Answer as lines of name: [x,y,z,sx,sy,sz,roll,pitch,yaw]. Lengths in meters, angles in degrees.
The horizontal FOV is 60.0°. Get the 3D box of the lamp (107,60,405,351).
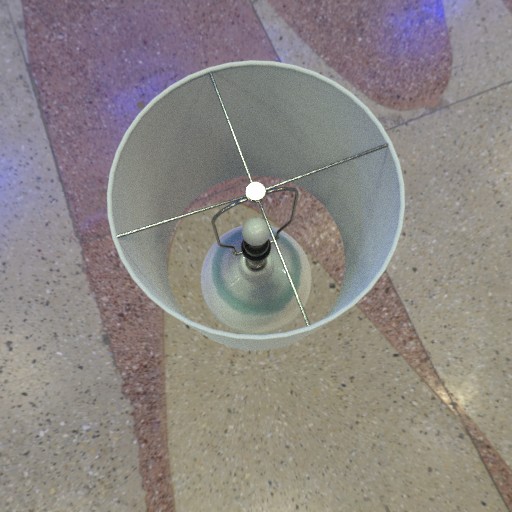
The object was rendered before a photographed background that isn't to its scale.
lamp: [0.000,0.000,0.518,0.217,0.404,0.217,-19,77,-5]
